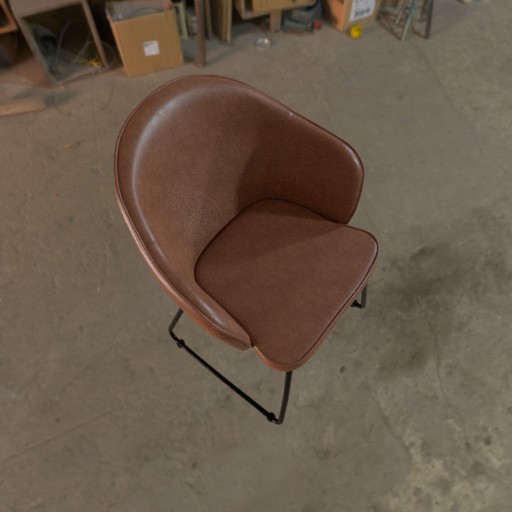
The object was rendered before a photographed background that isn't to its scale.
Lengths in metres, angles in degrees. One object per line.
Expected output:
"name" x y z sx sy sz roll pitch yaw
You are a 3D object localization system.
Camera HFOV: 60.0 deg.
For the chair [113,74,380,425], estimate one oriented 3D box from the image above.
"chair" 0.000 0.000 1.205 0.580 0.785 0.582 33 64 18
